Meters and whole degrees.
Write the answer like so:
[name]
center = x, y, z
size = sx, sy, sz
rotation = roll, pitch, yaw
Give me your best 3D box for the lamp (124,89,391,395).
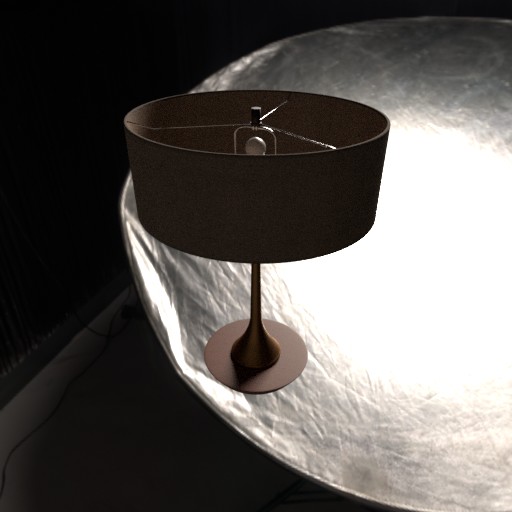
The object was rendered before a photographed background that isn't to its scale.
[lamp]
center = 0.000, 0.000, 0.847
size = 0.417, 0.551, 0.396
rotation = 10, 33, 16
